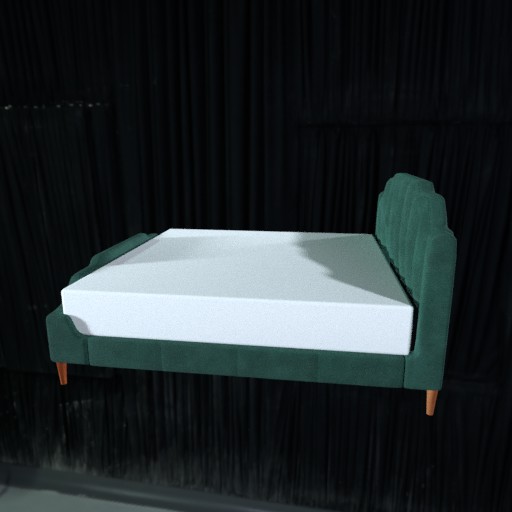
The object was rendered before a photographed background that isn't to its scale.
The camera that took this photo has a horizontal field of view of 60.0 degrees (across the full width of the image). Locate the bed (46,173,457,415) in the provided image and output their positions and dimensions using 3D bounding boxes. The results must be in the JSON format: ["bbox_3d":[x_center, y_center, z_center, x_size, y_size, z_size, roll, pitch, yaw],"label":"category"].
[{"bbox_3d":[0.000,0.000,3.450,2.340,1.245,2.074,2,14,8],"label":"bed"}]
